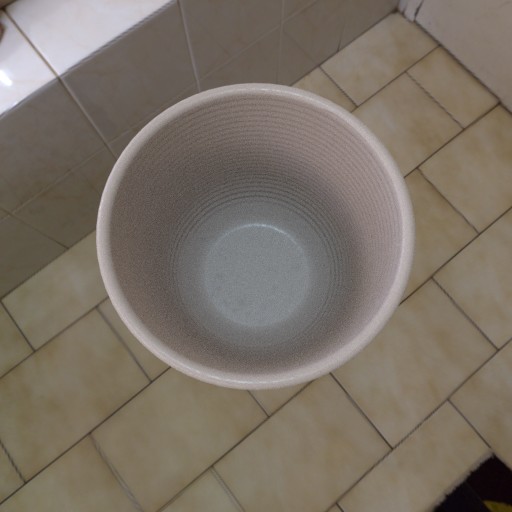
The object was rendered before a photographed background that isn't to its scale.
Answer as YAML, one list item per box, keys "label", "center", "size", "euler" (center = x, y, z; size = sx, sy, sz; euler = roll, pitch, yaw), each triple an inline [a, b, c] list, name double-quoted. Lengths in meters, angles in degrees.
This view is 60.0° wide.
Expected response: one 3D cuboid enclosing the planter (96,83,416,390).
- label: "planter"
  center: [0.000, 0.000, 0.307]
  size: [0.170, 0.152, 0.170]
  euler: [0, 77, 0]
